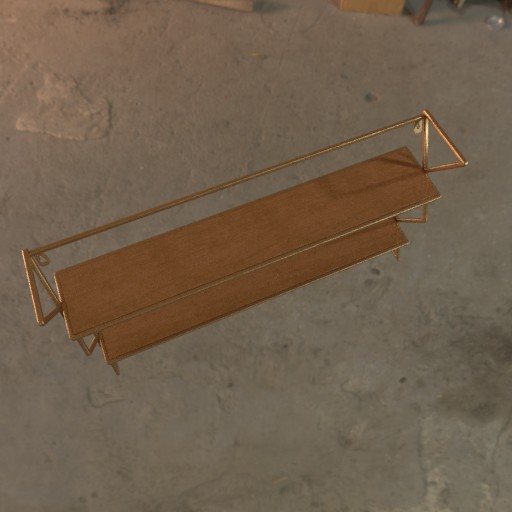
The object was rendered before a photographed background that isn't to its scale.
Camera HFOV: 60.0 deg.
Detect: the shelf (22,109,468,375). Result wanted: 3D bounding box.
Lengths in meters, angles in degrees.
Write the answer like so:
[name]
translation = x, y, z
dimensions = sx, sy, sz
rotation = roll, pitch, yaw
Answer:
[shelf]
translation = 0.000, 0.000, 1.012
dimensions = 0.822, 0.450, 0.150
rotation = -21, 67, -9
